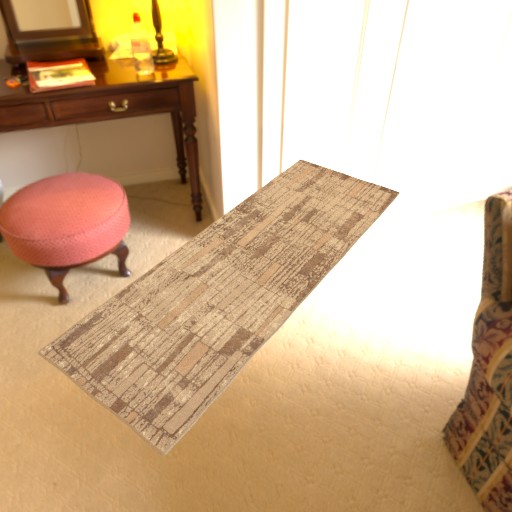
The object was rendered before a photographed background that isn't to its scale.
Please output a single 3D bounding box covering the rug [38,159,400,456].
[{"bbox_3d":[0.000,0.000,2.654,0.857,0.018,2.383,25,46,27],"label":"rug"}]
